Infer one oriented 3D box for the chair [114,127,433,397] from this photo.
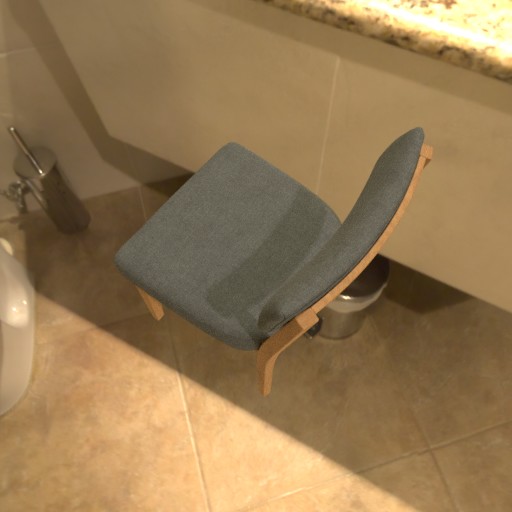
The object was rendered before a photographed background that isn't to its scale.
[{"bbox_3d":[0.000,0.000,1.187,0.572,0.832,0.508,33,67,16],"label":"chair"}]
